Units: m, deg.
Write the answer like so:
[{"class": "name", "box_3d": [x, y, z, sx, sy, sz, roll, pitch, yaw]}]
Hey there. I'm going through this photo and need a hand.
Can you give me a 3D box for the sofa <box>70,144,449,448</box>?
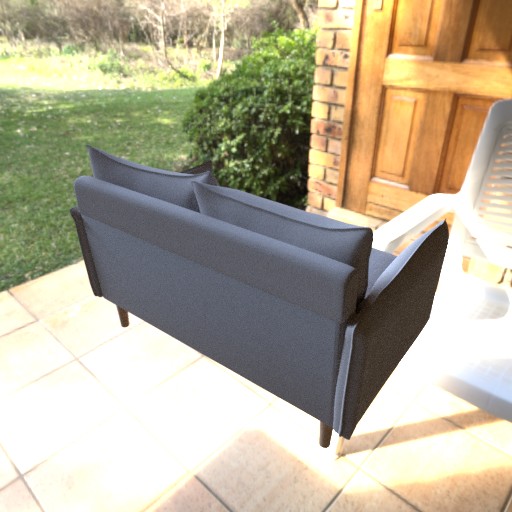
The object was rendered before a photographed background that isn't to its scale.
[{"class": "sofa", "box_3d": [0.000, 0.000, 1.809, 1.300, 0.840, 0.820, 21, 35, 32]}]
